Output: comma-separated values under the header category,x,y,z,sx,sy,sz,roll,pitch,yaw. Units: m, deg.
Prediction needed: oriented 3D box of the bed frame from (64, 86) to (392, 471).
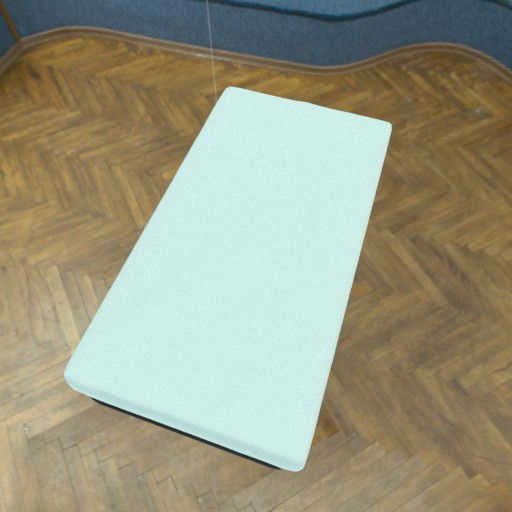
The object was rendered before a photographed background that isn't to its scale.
category,x,y,z,sx,sy,sz,roll,pitch,yaw
bed frame,0.000,0.000,2.364,1.025,0.640,1.908,16,60,10
